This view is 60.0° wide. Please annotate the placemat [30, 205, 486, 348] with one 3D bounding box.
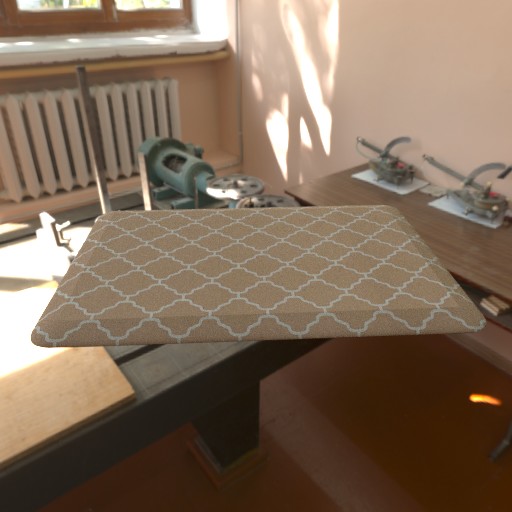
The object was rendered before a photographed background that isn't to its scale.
[{"bbox_3d":[0.000,0.000,0.928,0.762,0.021,0.508,-2,30,-3],"label":"placemat"}]
